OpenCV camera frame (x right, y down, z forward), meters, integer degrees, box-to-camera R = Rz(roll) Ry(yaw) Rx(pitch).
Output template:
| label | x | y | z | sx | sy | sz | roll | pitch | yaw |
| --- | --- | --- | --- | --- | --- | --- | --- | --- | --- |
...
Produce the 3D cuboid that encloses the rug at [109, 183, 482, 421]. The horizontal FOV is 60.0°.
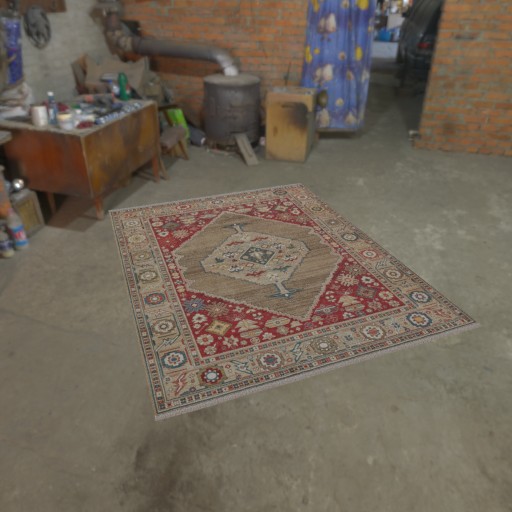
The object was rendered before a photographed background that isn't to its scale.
| label | x | y | z | sx | sy | sz | roll | pitch | yaw |
| --- | --- | --- | --- | --- | --- | --- | --- | --- | --- |
| rug | 0.000 | 0.000 | 4.223 | 2.451 | 0.008 | 3.143 | -11 | 32 | -18 |
